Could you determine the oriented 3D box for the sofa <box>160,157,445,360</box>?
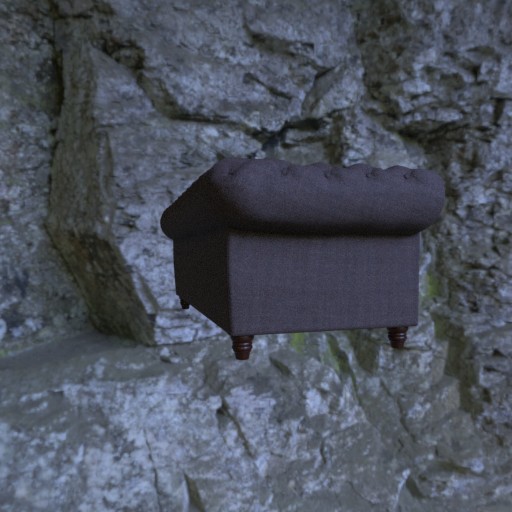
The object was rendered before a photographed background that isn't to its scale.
[{"bbox_3d":[0.000,0.000,2.549,0.944,0.780,2.048,0,1,-17],"label":"sofa"}]
